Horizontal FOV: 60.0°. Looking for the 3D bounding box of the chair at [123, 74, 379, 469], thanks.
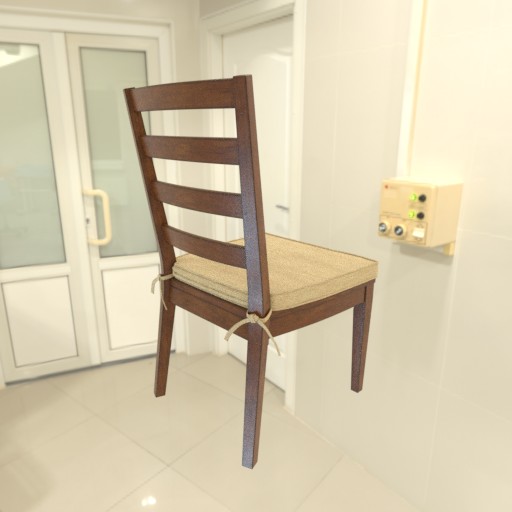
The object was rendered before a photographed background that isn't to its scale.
[{"bbox_3d":[0.000,0.000,1.376,0.595,0.979,0.593,-15,22,-42],"label":"chair"}]
